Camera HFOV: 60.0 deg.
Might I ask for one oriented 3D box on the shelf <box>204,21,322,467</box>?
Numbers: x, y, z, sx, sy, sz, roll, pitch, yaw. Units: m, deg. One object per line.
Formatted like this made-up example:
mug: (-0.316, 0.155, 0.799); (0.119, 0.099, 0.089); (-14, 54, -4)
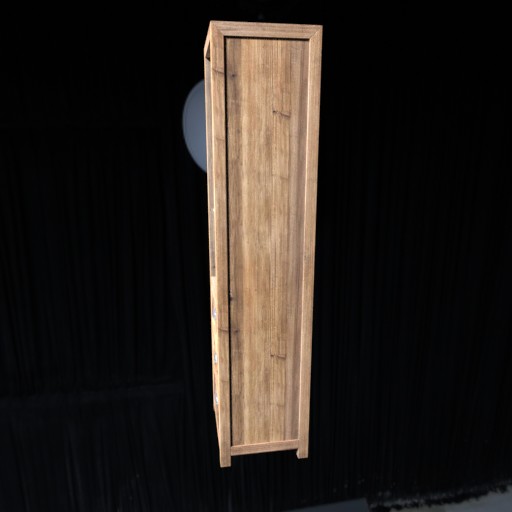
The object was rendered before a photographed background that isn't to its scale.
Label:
shelf: (0.000, 0.000, 2.110); (0.428, 1.900, 0.500); (-2, 15, -9)
